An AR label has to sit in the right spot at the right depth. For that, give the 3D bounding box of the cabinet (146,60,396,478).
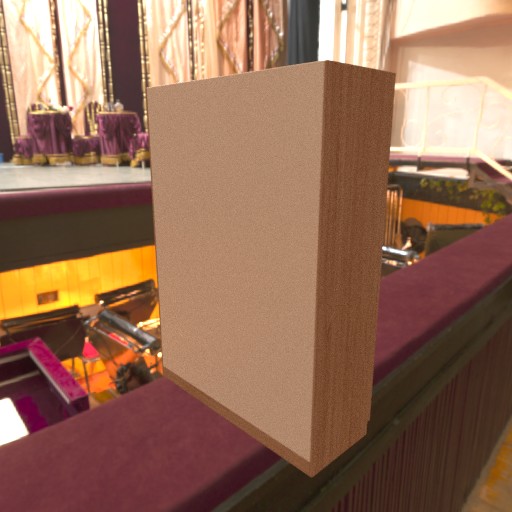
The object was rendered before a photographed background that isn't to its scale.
[{"bbox_3d":[0.000,0.000,2.873,0.590,2.120,1.500,-14,20,-42],"label":"cabinet"}]
